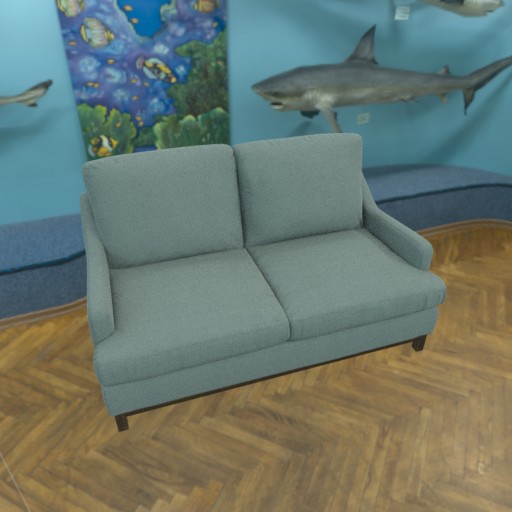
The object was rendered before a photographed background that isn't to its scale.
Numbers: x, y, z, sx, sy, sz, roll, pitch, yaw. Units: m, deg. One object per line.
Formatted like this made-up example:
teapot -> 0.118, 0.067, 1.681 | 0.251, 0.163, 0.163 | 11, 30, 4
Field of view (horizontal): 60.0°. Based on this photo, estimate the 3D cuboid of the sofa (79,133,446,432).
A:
sofa -> 0.000, 0.000, 2.192 | 1.589, 0.921, 0.987 | -10, 34, -16
